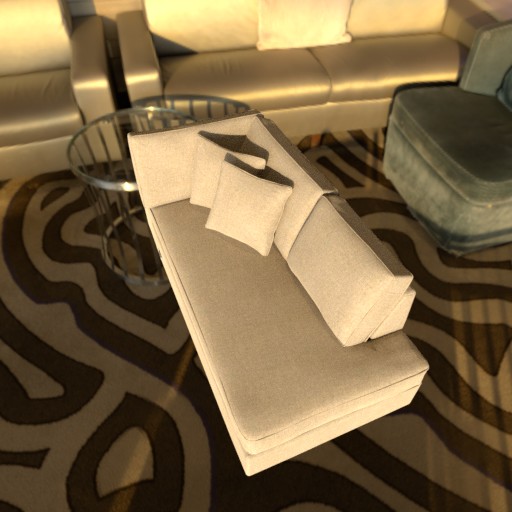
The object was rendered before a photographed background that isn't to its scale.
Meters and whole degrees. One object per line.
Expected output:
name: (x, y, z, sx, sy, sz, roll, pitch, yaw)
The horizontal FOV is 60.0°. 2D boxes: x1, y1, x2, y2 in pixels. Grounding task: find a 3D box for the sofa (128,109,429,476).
sofa: (0.000, 0.000, 2.878, 1.110, 1.019, 2.238, -17, 48, -16)
